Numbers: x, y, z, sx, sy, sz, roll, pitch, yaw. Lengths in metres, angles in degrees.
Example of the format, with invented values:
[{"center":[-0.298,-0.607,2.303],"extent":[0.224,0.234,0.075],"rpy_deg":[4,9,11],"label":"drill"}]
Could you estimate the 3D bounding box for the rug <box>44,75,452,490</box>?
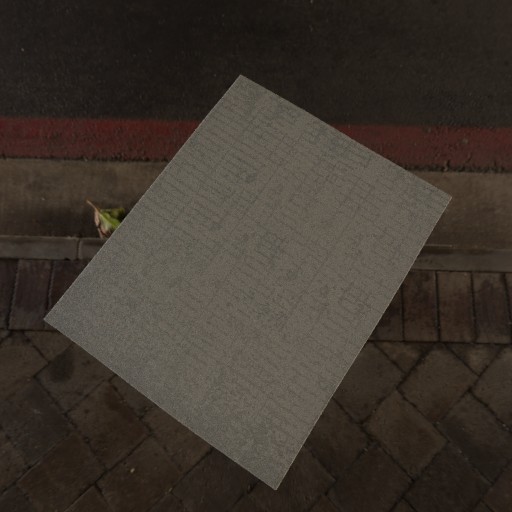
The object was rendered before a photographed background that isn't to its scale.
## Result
[{"center":[0.000,0.000,4.047],"extent":[2.447,0.014,3.061],"rpy_deg":[33,77,9],"label":"rug"}]
